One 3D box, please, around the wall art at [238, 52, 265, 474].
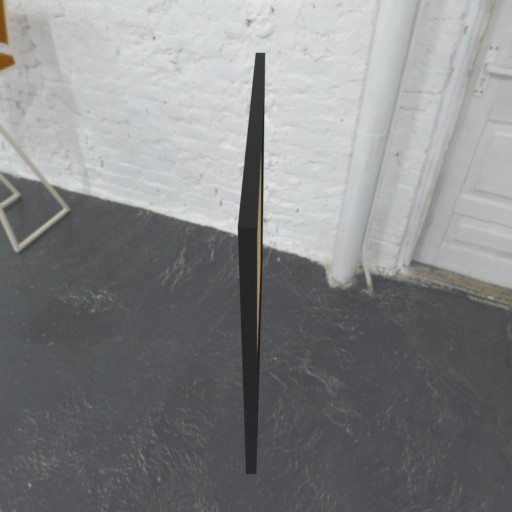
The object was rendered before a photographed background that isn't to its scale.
[{"bbox_3d":[0.000,0.000,0.530,0.012,0.357,0.358,1,41,1],"label":"wall art"}]
